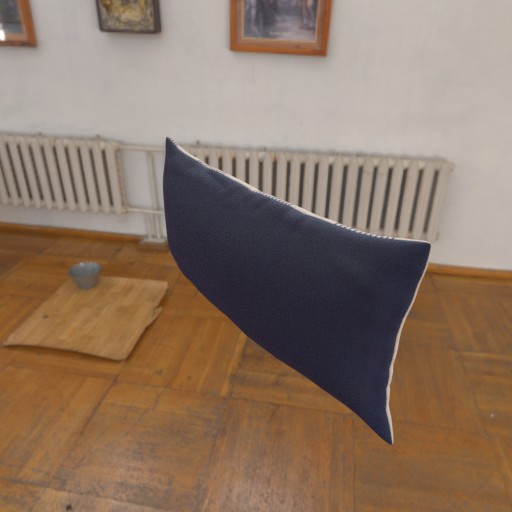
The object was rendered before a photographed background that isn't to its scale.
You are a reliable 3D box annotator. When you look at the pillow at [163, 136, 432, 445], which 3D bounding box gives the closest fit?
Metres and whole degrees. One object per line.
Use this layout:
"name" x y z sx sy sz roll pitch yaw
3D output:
"pillow" 0.000 0.000 0.721 0.151 0.287 0.610 -18 32 -31
